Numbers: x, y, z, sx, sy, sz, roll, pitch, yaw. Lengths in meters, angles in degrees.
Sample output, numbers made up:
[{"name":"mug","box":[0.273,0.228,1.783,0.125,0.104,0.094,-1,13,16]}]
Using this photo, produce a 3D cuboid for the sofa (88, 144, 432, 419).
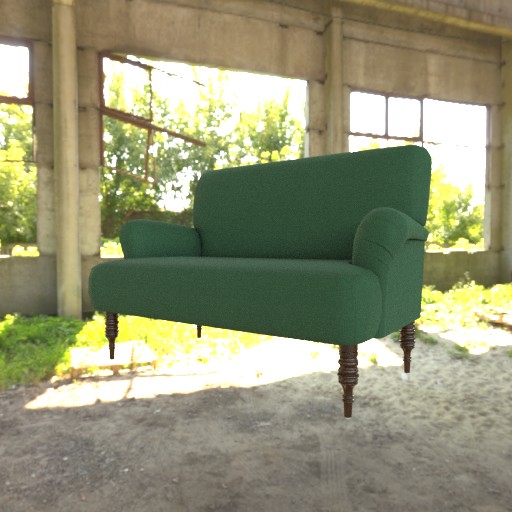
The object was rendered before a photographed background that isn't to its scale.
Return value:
[{"name":"sofa","box":[0.000,0.000,1.805,1.297,0.889,0.779,1,2,36]}]
